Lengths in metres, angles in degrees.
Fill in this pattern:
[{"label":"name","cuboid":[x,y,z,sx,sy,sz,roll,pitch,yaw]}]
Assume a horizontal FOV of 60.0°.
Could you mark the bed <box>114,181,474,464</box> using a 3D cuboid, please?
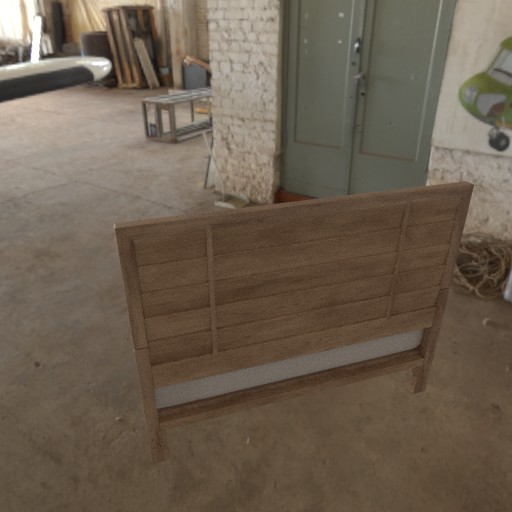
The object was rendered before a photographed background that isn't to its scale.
[{"label":"bed","cuboid":[0.000,0.000,3.544,2.032,1.626,2.032,-9,29,-16]}]
